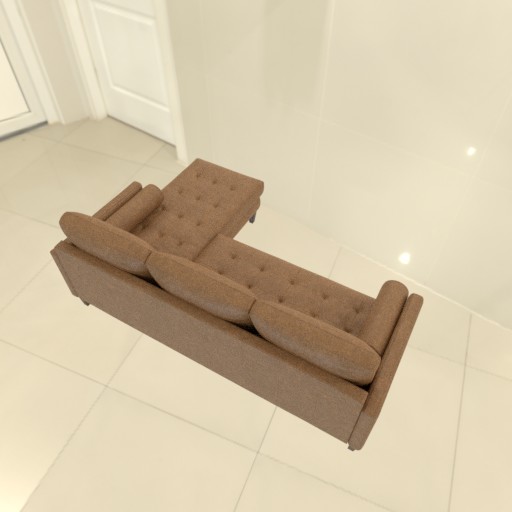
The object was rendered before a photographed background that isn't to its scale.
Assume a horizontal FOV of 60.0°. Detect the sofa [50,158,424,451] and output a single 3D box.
[{"bbox_3d":[0.000,0.000,3.003,2.178,0.876,1.506,23,52,19],"label":"sofa"}]
